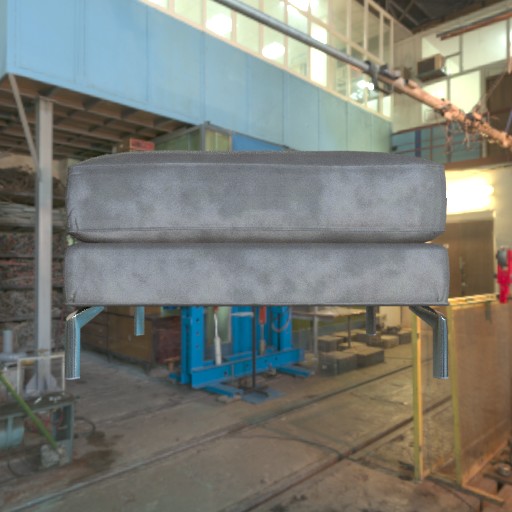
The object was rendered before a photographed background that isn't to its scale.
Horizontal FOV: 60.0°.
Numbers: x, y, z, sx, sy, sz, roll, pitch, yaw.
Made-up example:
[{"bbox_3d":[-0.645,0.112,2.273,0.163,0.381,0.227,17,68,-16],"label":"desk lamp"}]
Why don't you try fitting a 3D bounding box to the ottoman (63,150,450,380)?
[{"bbox_3d":[0.000,0.000,1.063,0.719,0.456,0.520,0,-1,0],"label":"ottoman"}]
